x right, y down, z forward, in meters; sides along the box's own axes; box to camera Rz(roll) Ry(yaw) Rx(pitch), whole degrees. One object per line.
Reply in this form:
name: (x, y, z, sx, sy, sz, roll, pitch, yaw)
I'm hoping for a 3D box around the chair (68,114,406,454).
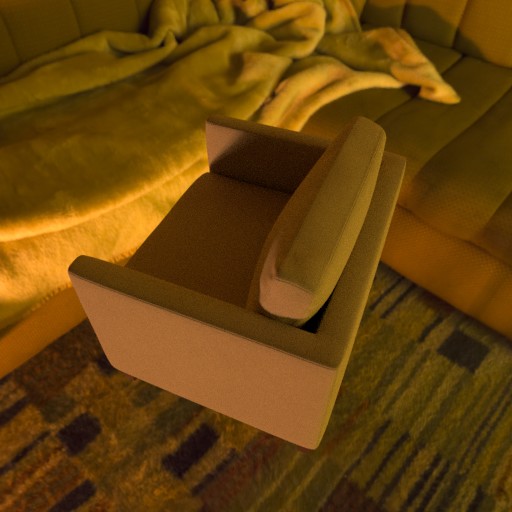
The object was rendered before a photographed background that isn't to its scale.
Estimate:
chair: (0.000, 0.000, 1.848, 0.959, 0.961, 1.107, 17, 50, 15)
